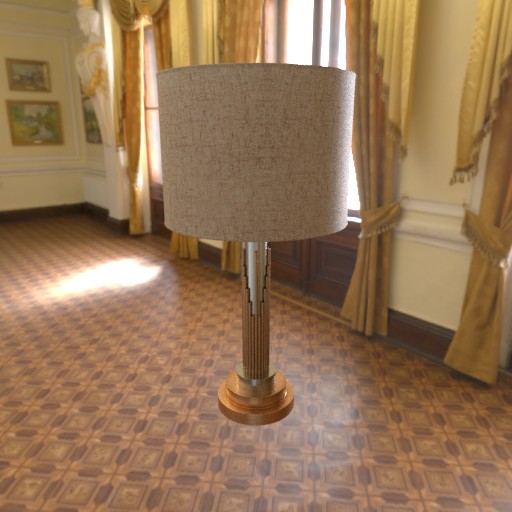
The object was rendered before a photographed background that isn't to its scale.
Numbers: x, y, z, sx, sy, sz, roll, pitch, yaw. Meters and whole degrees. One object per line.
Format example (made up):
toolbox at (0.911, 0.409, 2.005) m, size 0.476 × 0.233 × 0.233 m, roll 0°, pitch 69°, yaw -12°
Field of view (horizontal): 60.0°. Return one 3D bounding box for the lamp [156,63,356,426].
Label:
lamp at (0.000, 0.000, 0.810) m, size 0.321 × 0.610 × 0.321 m, roll -8°, pitch 18°, yaw -25°
